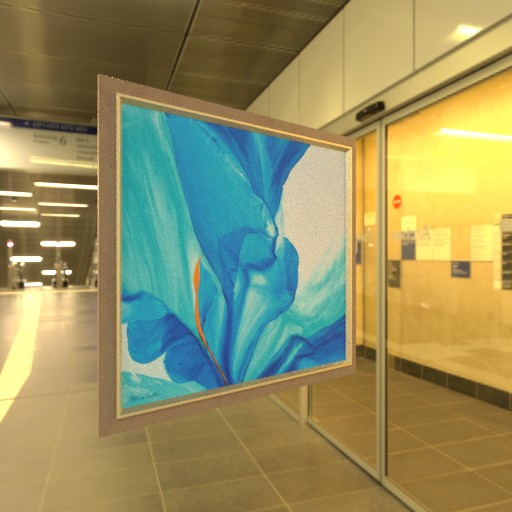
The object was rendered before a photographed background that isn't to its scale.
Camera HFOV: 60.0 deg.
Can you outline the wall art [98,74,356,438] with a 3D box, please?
[{"bbox_3d":[0.000,0.000,1.657,1.168,1.067,0.025,0,0,-38],"label":"wall art"}]
